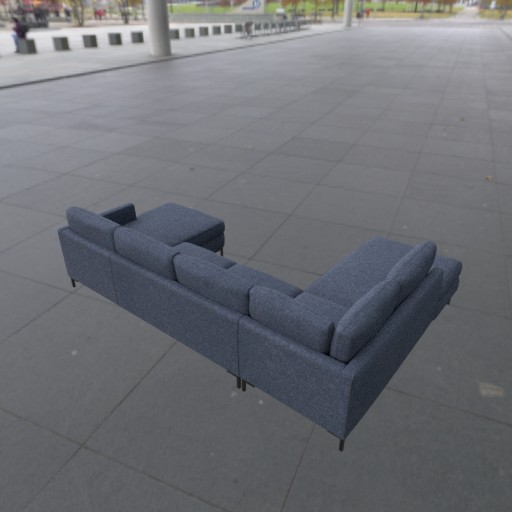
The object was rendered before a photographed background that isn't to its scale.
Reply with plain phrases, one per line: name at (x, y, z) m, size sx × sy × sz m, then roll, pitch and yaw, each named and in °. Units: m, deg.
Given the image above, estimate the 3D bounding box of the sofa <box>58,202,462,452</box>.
sofa at (0.000, 0.000, 3.880) m, size 2.956 × 0.813 × 2.007 m, roll 21°, pitch 36°, yaw 33°
